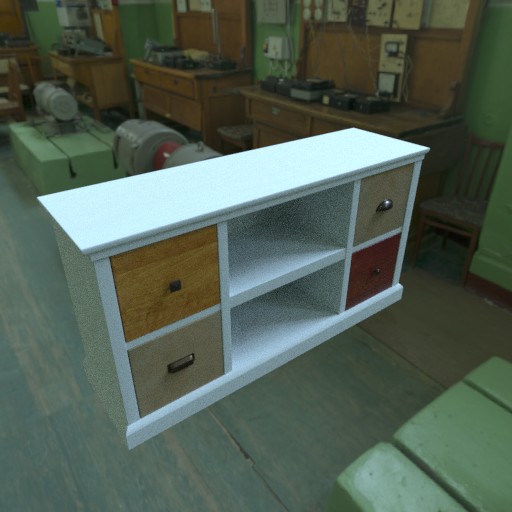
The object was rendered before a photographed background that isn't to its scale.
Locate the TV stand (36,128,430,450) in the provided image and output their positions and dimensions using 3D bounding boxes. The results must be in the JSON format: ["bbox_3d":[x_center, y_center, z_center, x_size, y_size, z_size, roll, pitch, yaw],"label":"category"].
[{"bbox_3d":[0.000,0.000,1.497,1.187,0.624,0.424,-21,36,-31],"label":"TV stand"}]
